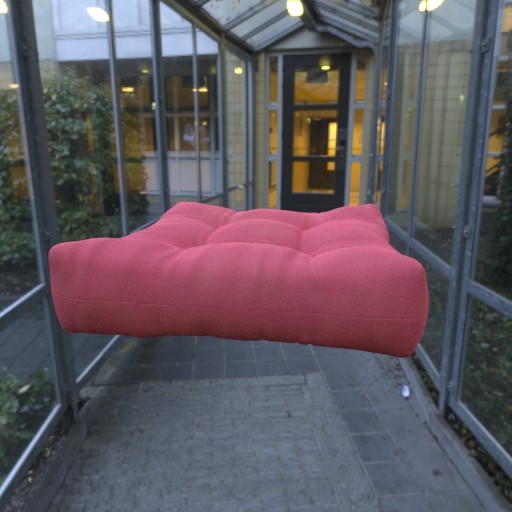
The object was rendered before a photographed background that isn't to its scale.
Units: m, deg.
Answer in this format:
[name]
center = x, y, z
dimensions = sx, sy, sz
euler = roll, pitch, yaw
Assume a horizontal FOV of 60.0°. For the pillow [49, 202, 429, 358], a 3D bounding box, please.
[pillow]
center = 0.000, 0.000, 0.741
dimensions = 0.468, 0.128, 0.490
euler = 2, 14, 9
